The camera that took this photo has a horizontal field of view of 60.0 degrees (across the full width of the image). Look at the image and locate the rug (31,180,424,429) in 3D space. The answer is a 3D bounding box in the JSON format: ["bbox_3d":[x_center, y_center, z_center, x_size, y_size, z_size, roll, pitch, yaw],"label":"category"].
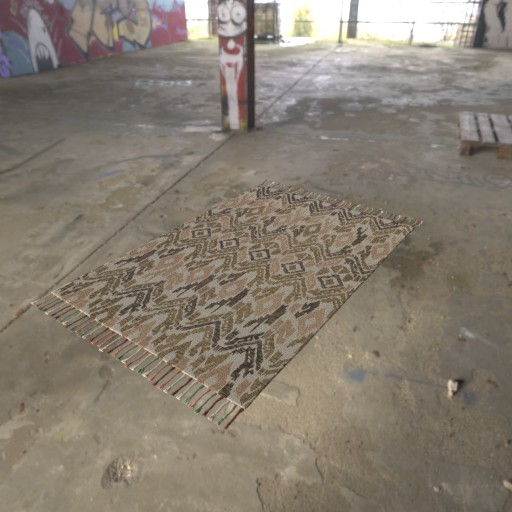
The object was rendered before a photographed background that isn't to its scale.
[{"bbox_3d":[0.000,0.000,3.039,1.524,0.008,2.438,21,36,31],"label":"rug"}]
